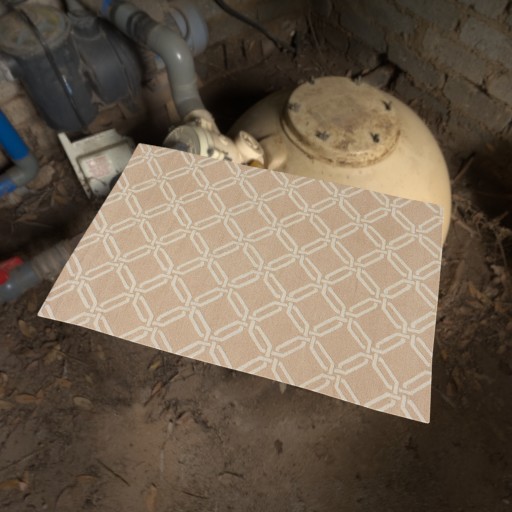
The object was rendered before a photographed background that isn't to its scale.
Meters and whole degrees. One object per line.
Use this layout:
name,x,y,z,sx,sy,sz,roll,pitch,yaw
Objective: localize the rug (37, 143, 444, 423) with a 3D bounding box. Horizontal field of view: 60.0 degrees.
rug,0.000,0.000,2.163,1.745,0.010,1.146,13,59,8
